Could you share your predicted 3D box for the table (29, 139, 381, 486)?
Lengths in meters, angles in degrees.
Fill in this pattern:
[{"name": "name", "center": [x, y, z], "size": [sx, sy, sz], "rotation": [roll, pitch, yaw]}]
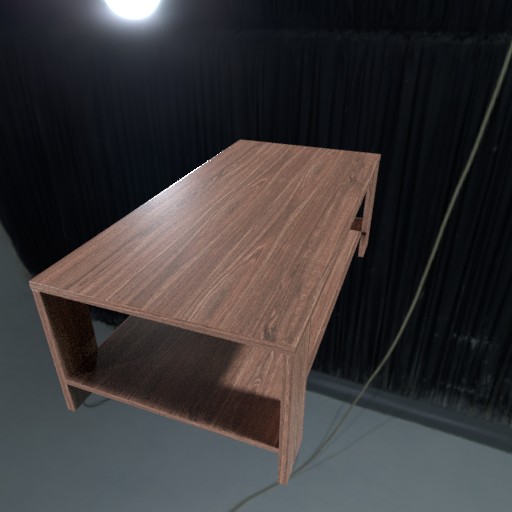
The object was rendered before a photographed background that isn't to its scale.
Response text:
[{"name": "table", "center": [0.000, 0.000, 1.454], "size": [0.600, 0.400, 1.200], "rotation": [11, 32, 18]}]
